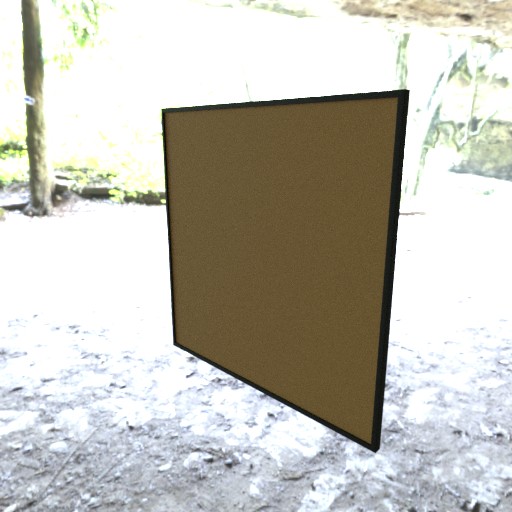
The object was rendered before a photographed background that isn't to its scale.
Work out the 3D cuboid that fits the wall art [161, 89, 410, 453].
[{"bbox_3d":[0.000,0.000,0.692,0.458,0.457,0.013,14,20,42],"label":"wall art"}]
